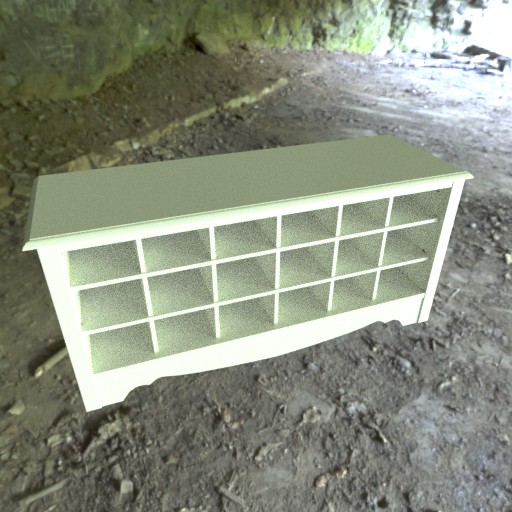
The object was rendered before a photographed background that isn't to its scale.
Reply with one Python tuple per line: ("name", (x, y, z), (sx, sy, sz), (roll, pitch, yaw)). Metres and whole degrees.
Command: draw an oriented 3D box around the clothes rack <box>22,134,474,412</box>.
("clothes rack", (0.000, 0.000, 1.431), (1.218, 0.558, 0.405), (-11, 34, -17))
